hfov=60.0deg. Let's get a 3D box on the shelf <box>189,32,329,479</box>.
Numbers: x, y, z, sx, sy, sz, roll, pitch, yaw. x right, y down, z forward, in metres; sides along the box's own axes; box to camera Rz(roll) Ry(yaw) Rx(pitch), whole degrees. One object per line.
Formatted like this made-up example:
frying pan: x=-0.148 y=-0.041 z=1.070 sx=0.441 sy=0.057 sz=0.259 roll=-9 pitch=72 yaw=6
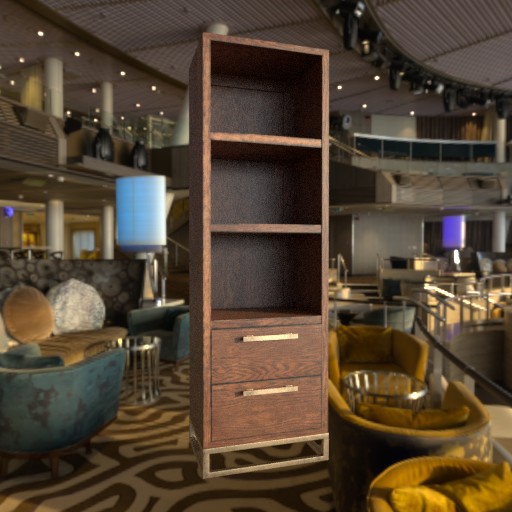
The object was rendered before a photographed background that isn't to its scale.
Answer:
shelf: x=0.000 y=0.000 z=1.962 sx=0.539 sy=1.732 sz=0.395 roll=0 pitch=1 yaw=-17
